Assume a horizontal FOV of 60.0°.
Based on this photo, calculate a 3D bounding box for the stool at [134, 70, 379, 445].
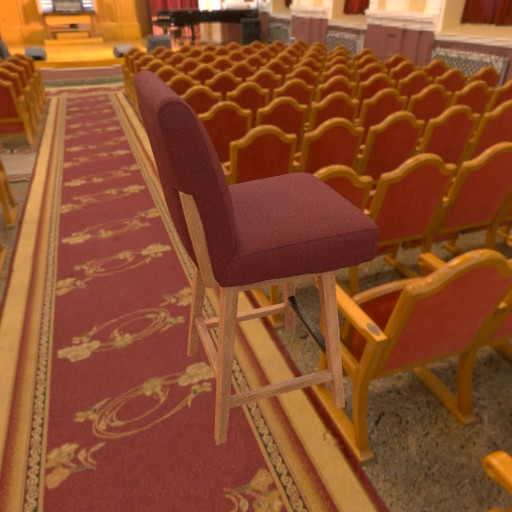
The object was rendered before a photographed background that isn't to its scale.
[{"bbox_3d":[0.000,0.000,1.351,0.562,1.038,0.468,-10,32,-17],"label":"stool"}]
